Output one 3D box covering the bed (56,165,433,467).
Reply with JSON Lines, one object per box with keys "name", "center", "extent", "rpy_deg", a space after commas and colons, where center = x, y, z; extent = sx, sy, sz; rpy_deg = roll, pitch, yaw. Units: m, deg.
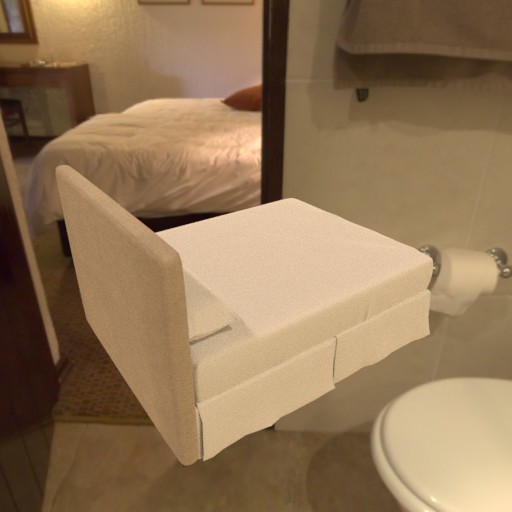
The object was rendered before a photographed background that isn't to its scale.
{"name": "bed", "center": [0.000, 0.000, 3.200], "extent": [2.162, 1.330, 1.713], "rpy_deg": [-18, 33, -31]}
